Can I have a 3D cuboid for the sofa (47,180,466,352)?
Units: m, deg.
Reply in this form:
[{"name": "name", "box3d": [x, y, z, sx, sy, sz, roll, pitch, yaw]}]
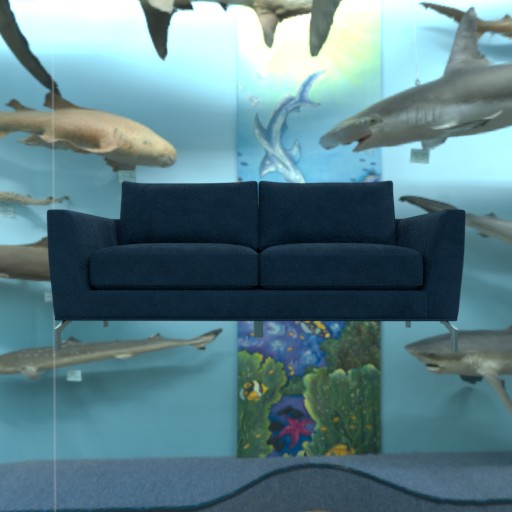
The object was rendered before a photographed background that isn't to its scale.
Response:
[{"name": "sofa", "box3d": [0.000, 0.000, 2.736, 2.212, 0.998, 0.853, 0, 1, 1]}]
